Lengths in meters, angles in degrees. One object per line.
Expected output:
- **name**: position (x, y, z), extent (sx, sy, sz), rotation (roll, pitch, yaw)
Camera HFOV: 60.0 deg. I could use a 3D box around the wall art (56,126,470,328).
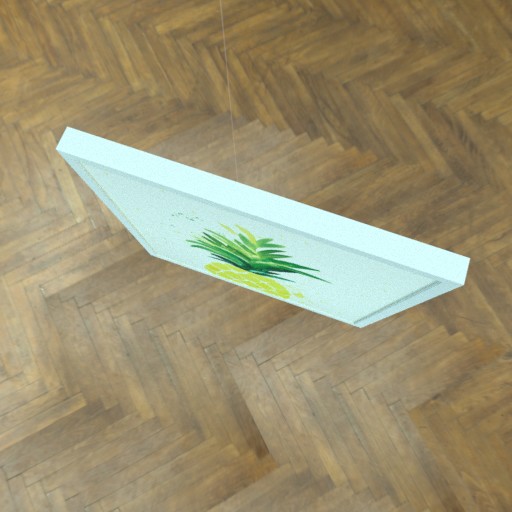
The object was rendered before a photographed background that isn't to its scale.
- **wall art**: position (0.000, 0.000, 0.465), extent (0.307, 0.307, 0.020), rotation (19, 76, 5)
